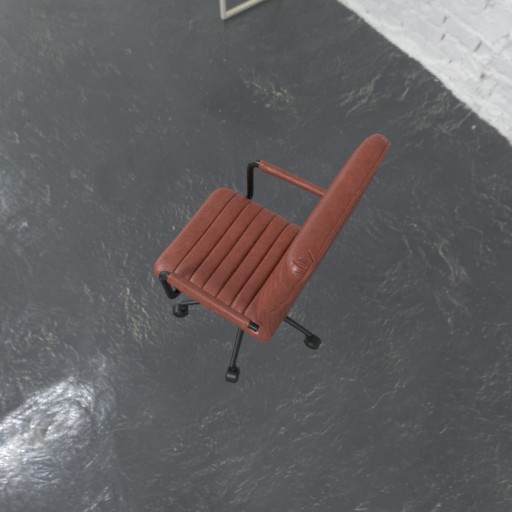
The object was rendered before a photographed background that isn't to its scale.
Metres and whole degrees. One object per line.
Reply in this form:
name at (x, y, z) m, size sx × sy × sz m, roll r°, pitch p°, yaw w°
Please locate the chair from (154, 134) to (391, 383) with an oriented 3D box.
chair at (0.000, 0.000, 1.378) m, size 0.580 × 0.979 × 0.608 m, roll 29°, pitch 67°, yaw 14°
